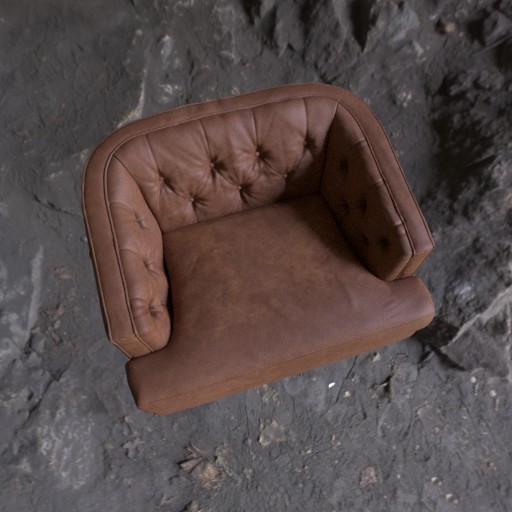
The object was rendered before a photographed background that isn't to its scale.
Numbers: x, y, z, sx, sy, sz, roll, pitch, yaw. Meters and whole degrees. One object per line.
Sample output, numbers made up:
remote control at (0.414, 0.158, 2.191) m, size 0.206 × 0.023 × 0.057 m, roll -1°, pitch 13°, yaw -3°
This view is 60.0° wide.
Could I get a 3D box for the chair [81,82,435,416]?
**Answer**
chair at (0.000, 0.000, 1.746) m, size 1.119 × 0.836 × 0.911 m, roll -15°, pitch 65°, yaw -8°
